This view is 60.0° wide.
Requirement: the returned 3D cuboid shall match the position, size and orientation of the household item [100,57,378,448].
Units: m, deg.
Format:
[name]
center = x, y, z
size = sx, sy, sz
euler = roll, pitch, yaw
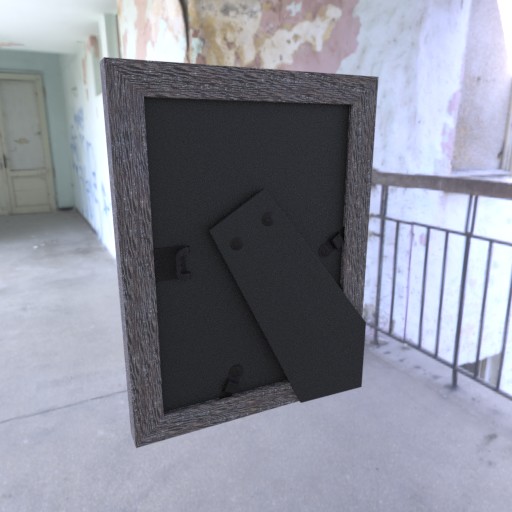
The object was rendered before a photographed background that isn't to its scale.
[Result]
[household item]
center = 0.000, 0.000, 0.269
size = 0.160, 0.210, 0.020
euler = -7, 17, -25
